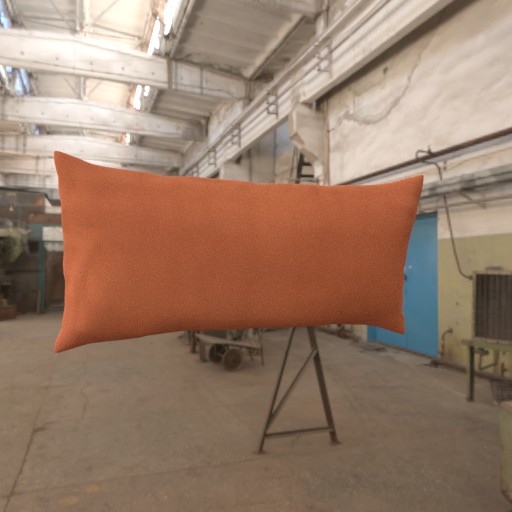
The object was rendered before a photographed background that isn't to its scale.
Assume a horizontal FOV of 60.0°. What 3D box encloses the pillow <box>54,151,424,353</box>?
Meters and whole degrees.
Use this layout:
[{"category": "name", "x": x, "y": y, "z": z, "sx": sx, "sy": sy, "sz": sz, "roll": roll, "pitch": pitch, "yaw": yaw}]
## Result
[{"category": "pillow", "x": 0.000, "y": 0.000, "z": 0.725, "sx": 0.608, "sy": 0.292, "sz": 0.156, "roll": 0, "pitch": -1, "yaw": -18}]
